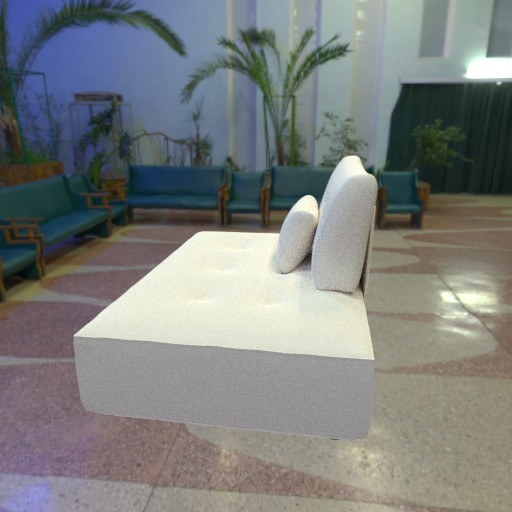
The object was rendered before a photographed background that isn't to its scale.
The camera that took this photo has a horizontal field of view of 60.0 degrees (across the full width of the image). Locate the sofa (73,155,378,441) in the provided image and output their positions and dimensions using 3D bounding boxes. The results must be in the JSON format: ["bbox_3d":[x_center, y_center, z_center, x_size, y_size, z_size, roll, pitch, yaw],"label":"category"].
[{"bbox_3d":[0.000,0.000,2.045,1.000,0.820,1.450,3,17,9],"label":"sofa"}]
